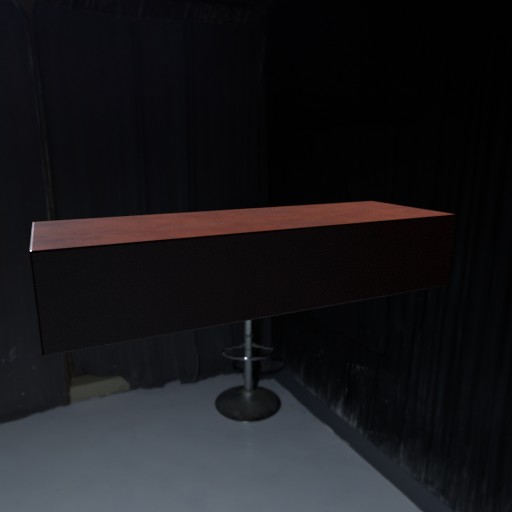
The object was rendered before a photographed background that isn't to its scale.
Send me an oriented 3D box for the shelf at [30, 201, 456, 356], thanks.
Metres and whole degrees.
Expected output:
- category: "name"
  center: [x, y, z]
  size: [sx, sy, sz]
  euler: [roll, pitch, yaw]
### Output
- category: "shelf"
  center: [0.000, 0.000, 0.513]
  size: [0.457, 0.088, 0.152]
  euler: [-6, 15, -25]
